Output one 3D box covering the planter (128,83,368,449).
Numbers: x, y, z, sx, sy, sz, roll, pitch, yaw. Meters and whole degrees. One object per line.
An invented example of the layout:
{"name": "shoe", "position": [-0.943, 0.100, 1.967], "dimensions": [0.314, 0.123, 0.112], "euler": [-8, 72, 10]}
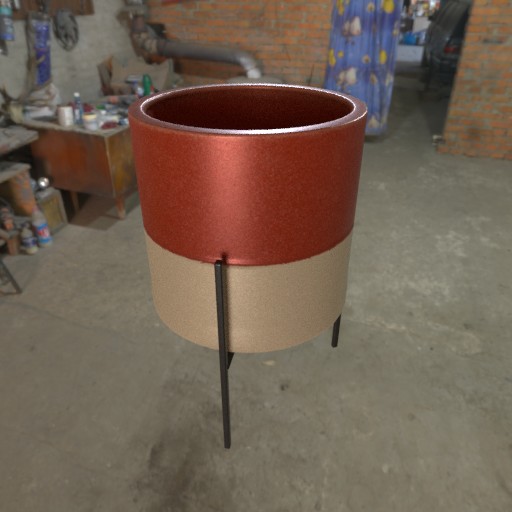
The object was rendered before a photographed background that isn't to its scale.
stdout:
{"name": "planter", "position": [0.000, 0.000, 0.530], "dimensions": [0.251, 0.354, 0.235], "euler": [-9, 32, -16]}
